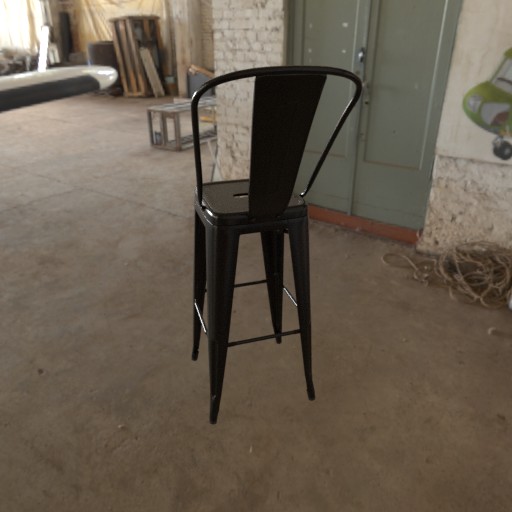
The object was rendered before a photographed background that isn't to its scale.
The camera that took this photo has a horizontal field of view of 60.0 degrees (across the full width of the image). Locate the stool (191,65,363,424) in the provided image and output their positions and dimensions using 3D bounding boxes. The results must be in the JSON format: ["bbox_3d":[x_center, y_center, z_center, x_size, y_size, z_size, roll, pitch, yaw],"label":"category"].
[{"bbox_3d":[0.000,0.000,1.349,0.399,1.096,0.513,-8,28,-16],"label":"stool"}]
